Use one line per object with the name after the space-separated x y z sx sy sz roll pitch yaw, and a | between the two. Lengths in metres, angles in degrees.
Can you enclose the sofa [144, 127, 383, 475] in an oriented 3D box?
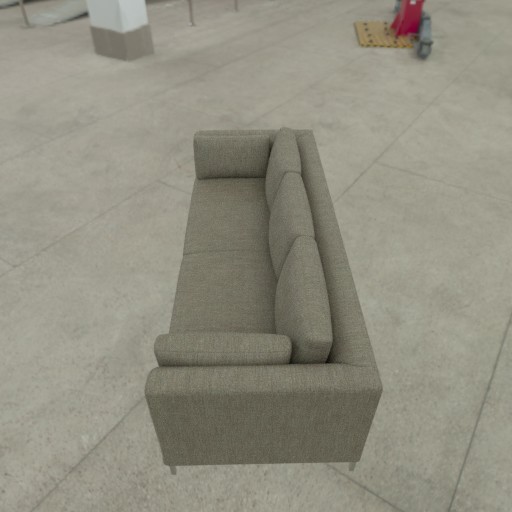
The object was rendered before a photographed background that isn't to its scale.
0.000 0.000 2.876 0.969 0.867 2.415 -1 40 -1 | sofa
